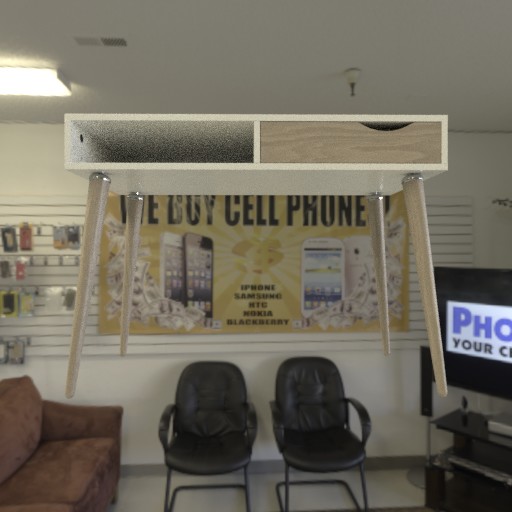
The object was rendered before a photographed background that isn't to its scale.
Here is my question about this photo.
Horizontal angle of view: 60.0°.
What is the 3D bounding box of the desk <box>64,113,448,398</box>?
[{"bbox_3d":[0.000,0.000,1.366,0.979,0.723,0.491,0,0,-1],"label":"desk"}]
